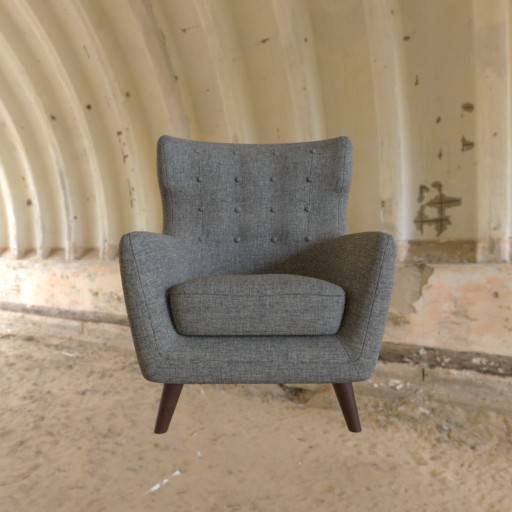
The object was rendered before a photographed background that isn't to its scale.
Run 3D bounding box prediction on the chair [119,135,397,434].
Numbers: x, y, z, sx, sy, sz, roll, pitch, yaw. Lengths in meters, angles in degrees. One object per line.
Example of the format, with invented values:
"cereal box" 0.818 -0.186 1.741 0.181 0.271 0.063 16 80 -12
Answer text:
"chair" 0.000 0.000 1.744 0.878 1.063 0.904 0 1 -1
